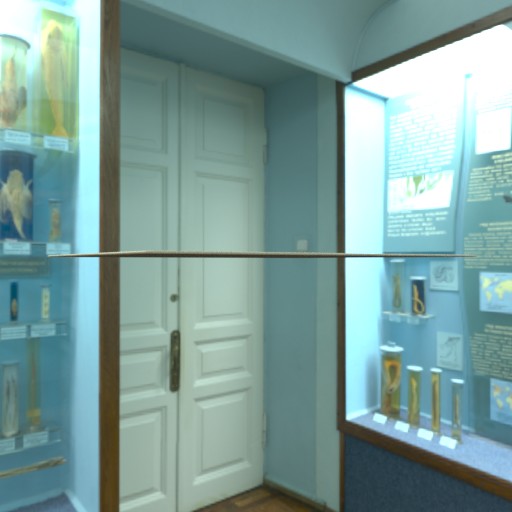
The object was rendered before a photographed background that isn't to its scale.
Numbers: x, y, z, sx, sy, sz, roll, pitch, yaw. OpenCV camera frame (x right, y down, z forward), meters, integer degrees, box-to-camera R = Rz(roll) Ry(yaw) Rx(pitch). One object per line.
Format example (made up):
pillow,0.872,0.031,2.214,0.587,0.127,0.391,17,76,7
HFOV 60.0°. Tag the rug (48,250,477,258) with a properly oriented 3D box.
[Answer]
rug,0.000,0.000,4.008,3.039,0.018,2.462,0,-1,-35
